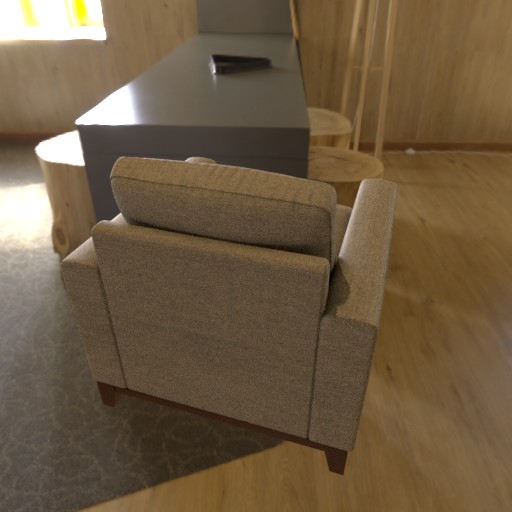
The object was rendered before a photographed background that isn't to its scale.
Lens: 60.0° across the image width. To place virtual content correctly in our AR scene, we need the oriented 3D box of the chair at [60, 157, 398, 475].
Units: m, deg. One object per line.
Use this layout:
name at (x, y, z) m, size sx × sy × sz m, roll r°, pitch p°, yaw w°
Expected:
chair at (0.000, 0.000, 1.824) m, size 1.024 × 1.010 × 1.038 m, roll 10°, pitch 35°, yaw 15°
